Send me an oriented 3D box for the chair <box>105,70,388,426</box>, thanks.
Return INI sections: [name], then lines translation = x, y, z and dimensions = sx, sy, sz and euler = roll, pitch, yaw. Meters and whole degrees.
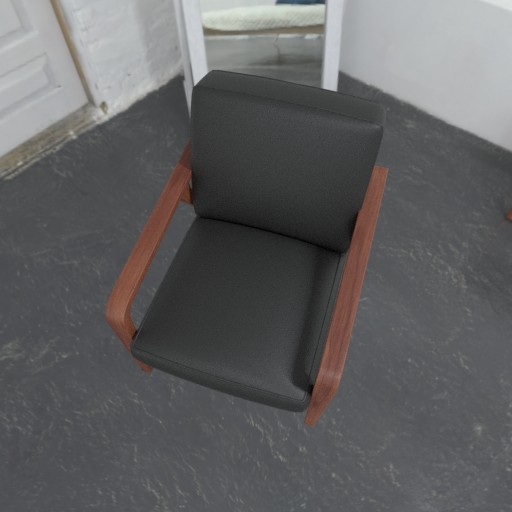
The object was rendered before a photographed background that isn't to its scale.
[chair]
translation = 0.000, 0.000, 1.529
dimensions = 0.719, 0.861, 0.889
euler = 15, 59, 9
